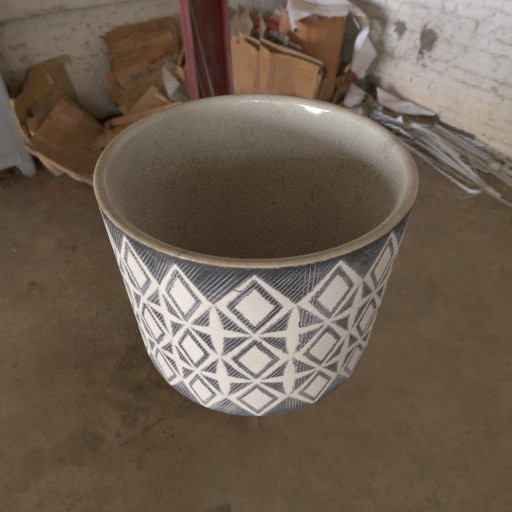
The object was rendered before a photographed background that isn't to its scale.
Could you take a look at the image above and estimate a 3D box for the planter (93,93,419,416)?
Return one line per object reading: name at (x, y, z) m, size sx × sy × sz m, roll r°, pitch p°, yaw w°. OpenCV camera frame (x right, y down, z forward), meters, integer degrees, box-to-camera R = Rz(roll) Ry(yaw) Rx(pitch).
planter at (0.000, 0.000, 0.326) m, size 0.192 × 0.165 × 0.192 m, roll 0°, pitch 43°, yaw 0°
